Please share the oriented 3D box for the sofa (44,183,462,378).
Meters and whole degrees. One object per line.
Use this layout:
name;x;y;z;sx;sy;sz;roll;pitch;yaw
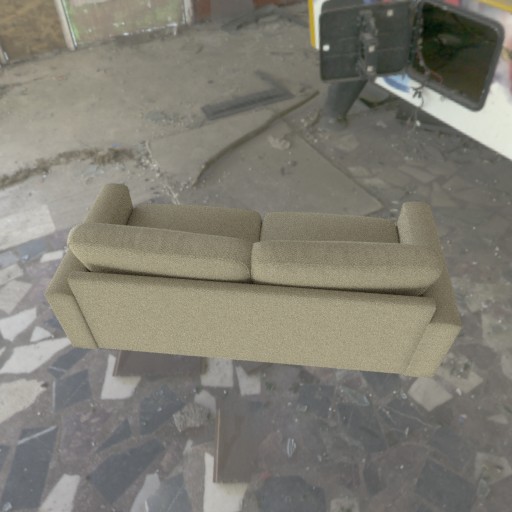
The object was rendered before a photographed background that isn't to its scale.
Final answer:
sofa;0.000;0.000;2.715;2.179;0.873;1.016;4;46;4
